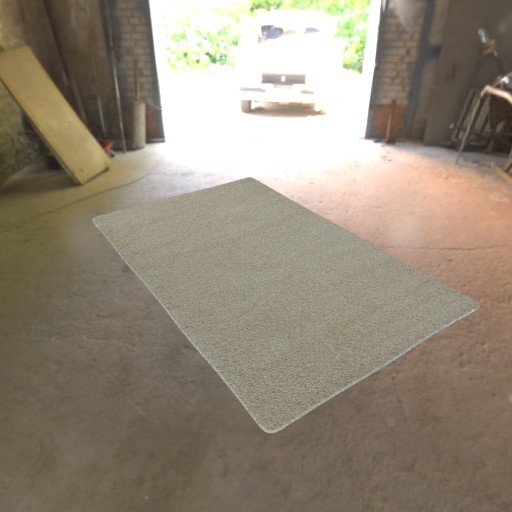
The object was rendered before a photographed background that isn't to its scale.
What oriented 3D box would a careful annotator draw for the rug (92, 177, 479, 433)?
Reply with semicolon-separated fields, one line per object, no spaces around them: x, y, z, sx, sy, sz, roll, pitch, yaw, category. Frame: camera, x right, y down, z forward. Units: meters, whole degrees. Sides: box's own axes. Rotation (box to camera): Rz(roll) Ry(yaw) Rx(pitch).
0.000;0.000;2.984;1.500;0.026;2.349;-20;37;-29;rug
